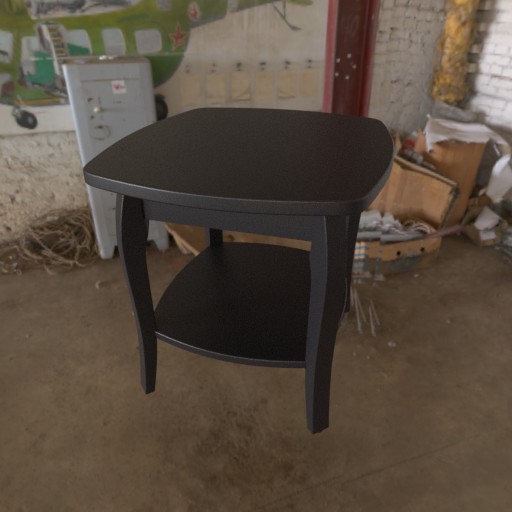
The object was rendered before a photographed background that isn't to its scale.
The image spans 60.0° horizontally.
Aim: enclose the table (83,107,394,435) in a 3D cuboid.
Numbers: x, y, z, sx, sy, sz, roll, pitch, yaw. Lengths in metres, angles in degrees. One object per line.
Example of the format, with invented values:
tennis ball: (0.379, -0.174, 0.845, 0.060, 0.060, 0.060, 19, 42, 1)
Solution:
table: (0.000, 0.000, 0.869, 0.457, 0.457, 0.508, 8, 31, 14)
